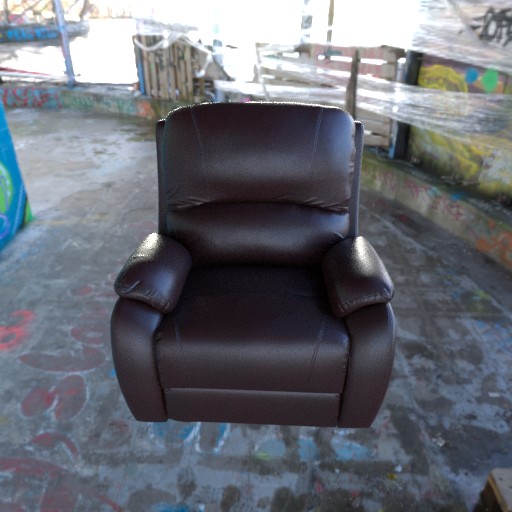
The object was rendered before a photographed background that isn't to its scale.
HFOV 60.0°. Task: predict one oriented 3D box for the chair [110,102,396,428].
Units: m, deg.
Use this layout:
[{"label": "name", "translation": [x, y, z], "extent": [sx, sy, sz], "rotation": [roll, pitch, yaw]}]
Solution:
[{"label": "chair", "translation": [0.000, 0.000, 1.704], "extent": [0.930, 1.011, 0.899], "rotation": [1, 31, 2]}]
